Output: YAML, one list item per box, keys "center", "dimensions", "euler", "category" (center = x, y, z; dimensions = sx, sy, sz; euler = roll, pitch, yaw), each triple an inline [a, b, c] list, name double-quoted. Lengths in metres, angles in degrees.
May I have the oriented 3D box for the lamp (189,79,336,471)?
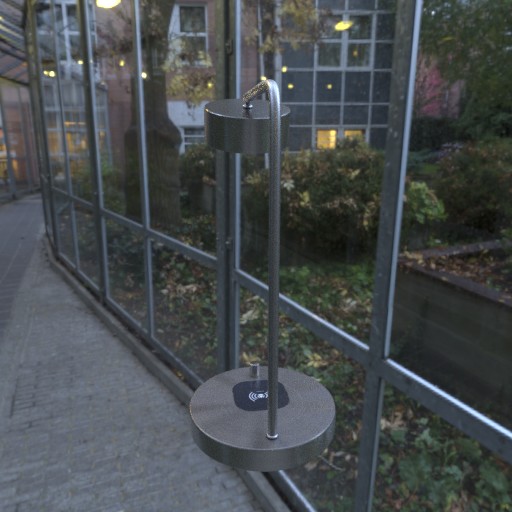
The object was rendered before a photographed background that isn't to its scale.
- center: [0.000, 0.000, 0.652]
  dimensions: [0.211, 0.469, 0.334]
  euler: [-2, 15, -8]
  category: "lamp"
